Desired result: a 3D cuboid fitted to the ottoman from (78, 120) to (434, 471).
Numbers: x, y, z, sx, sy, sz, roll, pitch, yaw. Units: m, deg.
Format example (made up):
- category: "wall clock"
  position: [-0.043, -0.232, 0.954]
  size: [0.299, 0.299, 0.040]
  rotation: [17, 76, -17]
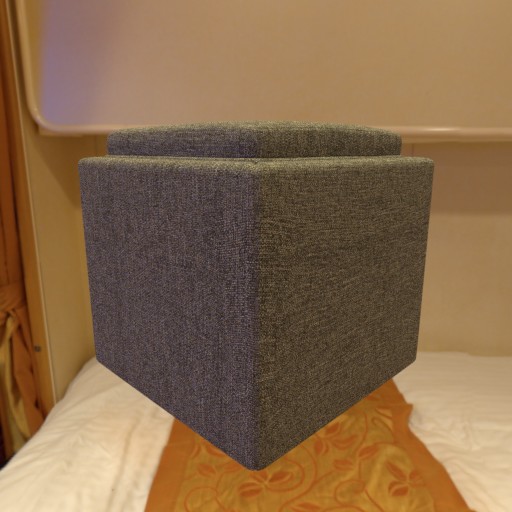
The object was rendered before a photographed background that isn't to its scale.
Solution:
- category: "ottoman"
  position: [0.000, 0.000, 0.812]
  size: [0.450, 0.460, 0.450]
  rotation: [-13, 19, -43]
